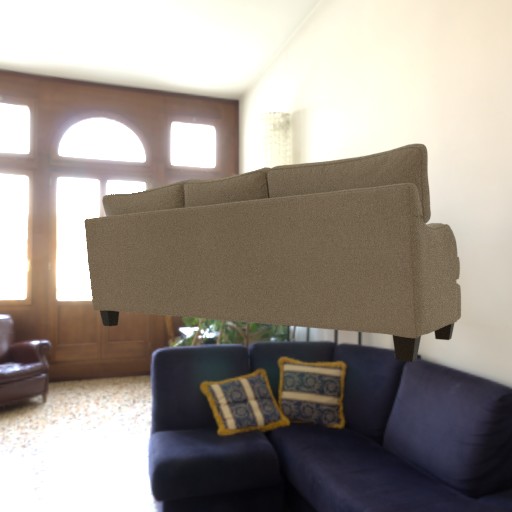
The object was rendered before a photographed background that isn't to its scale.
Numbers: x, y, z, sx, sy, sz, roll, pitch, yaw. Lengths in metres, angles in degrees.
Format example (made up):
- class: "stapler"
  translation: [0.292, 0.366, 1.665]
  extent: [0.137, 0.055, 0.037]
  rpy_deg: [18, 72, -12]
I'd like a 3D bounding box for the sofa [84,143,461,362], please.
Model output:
- class: "sofa"
  translation: [0.000, 0.000, 2.893]
  extent: [2.323, 0.991, 1.016]
  rpy_deg: [-1, -2, 35]
